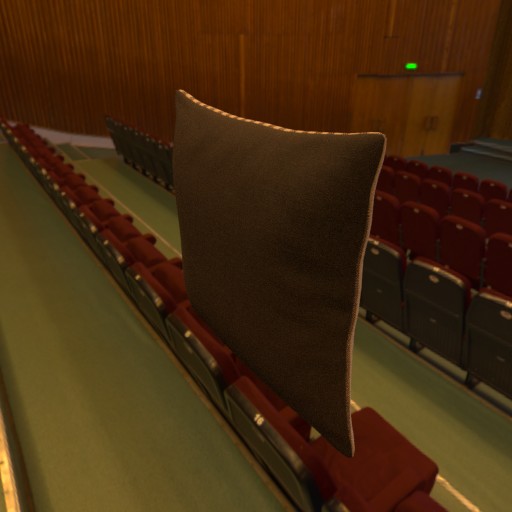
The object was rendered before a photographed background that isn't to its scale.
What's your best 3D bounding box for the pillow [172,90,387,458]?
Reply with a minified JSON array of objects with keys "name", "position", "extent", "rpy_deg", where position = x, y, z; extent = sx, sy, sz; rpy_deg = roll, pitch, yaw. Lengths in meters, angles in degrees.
[{"name":"pillow","position":[0.000,0.000,0.778],"extent":[0.166,0.506,0.523],"rpy_deg":[-17,31,-30]}]
